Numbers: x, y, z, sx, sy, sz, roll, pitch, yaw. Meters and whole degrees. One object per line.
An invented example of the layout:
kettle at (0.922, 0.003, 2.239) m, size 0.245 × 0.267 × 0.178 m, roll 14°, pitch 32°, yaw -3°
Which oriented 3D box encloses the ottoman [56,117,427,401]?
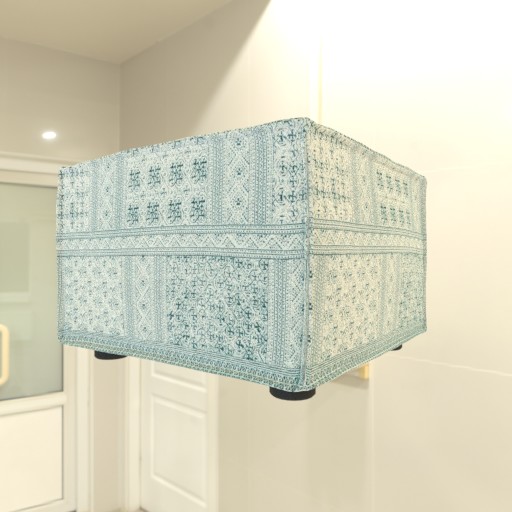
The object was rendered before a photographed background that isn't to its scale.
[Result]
ottoman at (0.000, 0.000, 1.019) m, size 0.617 × 0.439 × 0.626 m, roll 0°, pitch 0°, yaw 35°
